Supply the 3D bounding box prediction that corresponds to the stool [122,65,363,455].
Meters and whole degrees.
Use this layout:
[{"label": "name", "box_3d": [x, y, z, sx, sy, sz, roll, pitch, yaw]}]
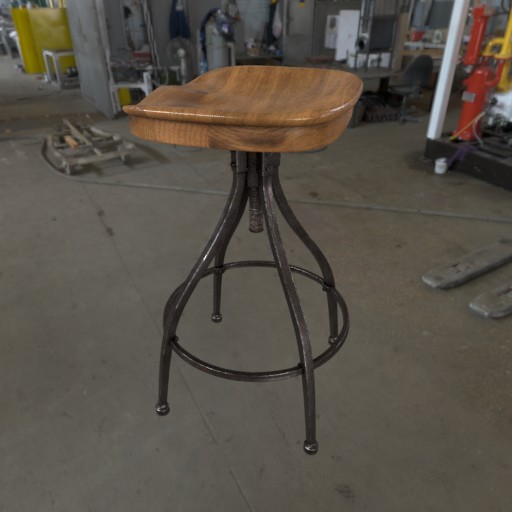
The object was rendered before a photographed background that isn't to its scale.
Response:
[{"label": "stool", "box_3d": [0.000, 0.000, 0.942, 0.424, 0.694, 0.432, 9, 32, 14]}]
